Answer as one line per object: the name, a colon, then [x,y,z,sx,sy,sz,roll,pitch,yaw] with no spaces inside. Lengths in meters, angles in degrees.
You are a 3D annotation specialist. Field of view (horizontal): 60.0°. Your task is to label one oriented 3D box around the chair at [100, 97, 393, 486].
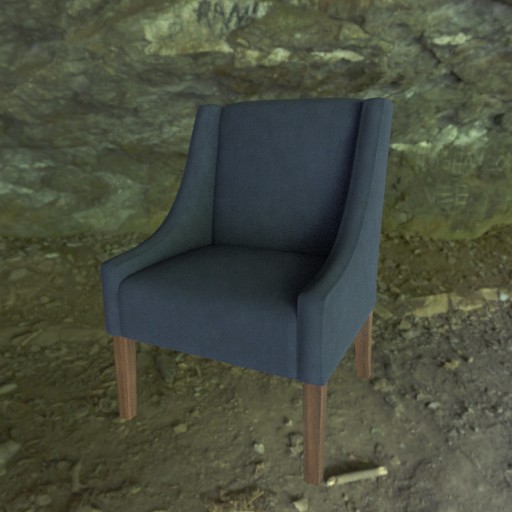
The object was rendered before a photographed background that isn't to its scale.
chair: [0.000,0.000,1.287,0.629,0.895,0.629,7,16,25]
